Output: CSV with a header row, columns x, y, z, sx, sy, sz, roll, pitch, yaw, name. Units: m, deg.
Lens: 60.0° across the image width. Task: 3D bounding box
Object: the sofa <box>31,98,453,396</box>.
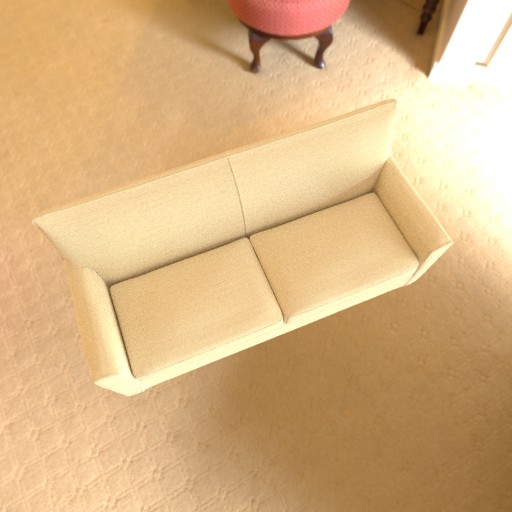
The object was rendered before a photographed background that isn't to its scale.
x,y,z,sx,sy,sz,roll,pitch,yaw,name
0.000,0.000,2.511,2.001,0.907,0.841,-20,66,-9,sofa
